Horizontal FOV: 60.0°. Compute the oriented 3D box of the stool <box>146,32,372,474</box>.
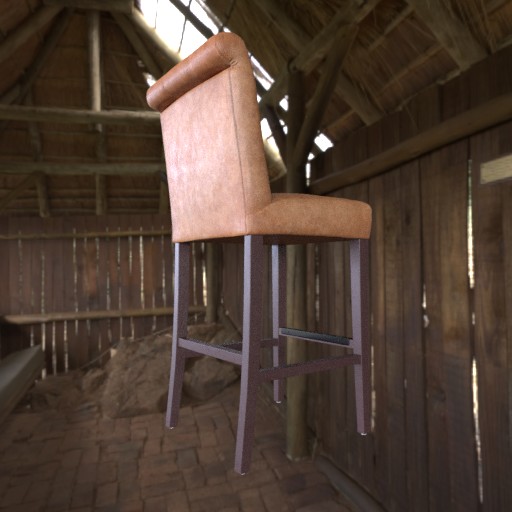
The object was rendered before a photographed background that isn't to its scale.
[{"bbox_3d":[0.000,0.000,1.447,0.601,1.140,0.493,1,-2,-37],"label":"stool"}]
